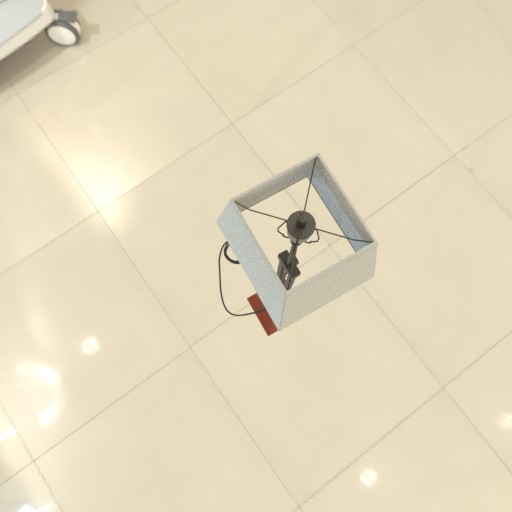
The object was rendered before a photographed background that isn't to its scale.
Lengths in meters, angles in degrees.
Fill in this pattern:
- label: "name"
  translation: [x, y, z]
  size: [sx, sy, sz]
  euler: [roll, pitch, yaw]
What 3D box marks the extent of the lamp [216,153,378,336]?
- label: "lamp"
  translation: [0.000, 0.000, 2.028]
  size: [0.472, 1.712, 0.745]
  euler: [-28, 77, -7]
